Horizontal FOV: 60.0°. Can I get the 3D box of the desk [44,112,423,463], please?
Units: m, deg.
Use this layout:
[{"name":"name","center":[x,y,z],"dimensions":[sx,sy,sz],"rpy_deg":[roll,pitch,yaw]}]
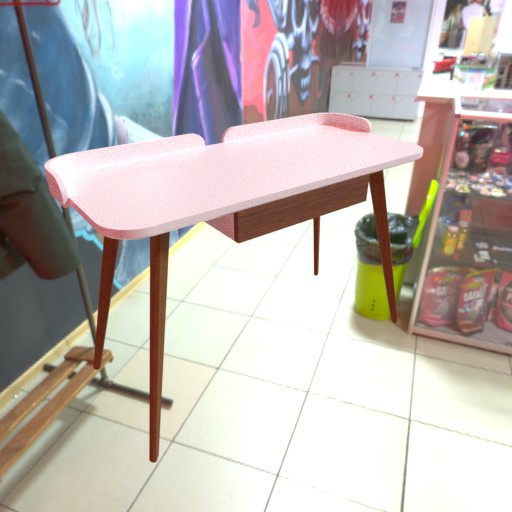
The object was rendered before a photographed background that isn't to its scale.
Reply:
[{"name":"desk","center":[0.000,0.000,1.612],"dimensions":[1.206,0.807,0.534],"rpy_deg":[-20,34,-32]}]
